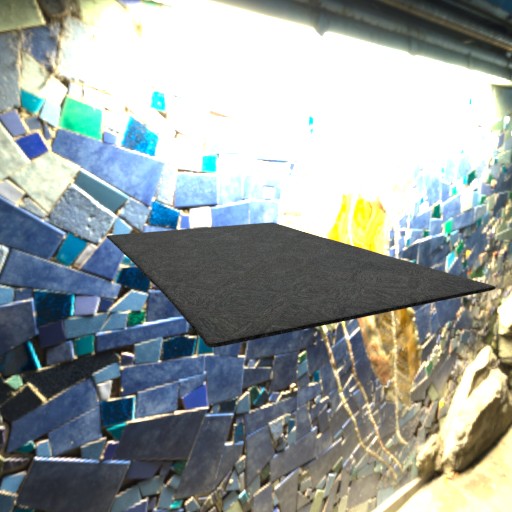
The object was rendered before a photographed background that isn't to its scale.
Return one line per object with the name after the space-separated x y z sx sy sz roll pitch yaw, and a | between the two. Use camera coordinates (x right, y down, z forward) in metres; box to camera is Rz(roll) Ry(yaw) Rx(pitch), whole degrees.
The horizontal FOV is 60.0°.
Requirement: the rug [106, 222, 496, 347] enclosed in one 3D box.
0.000 0.000 2.163 1.158 0.013 1.752 -7 15 -26 | rug
